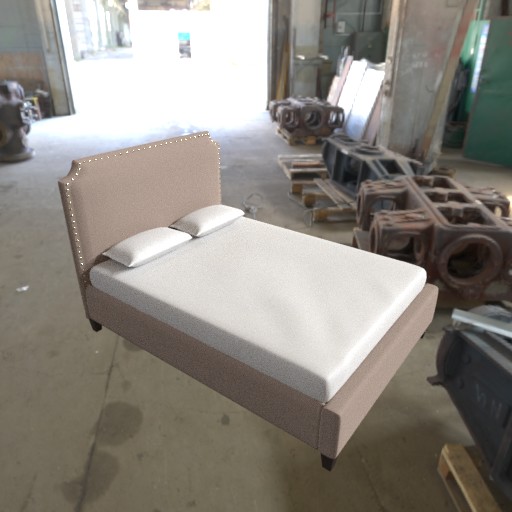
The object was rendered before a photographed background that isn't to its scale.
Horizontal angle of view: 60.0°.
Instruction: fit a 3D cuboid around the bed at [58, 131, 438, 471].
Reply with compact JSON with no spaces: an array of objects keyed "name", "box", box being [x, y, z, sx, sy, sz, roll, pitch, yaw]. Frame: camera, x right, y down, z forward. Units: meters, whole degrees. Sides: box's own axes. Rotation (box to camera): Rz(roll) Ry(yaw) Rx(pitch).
[{"name":"bed","box":[0.000,0.000,3.430,2.372,1.443,1.713,19,32,33]}]
